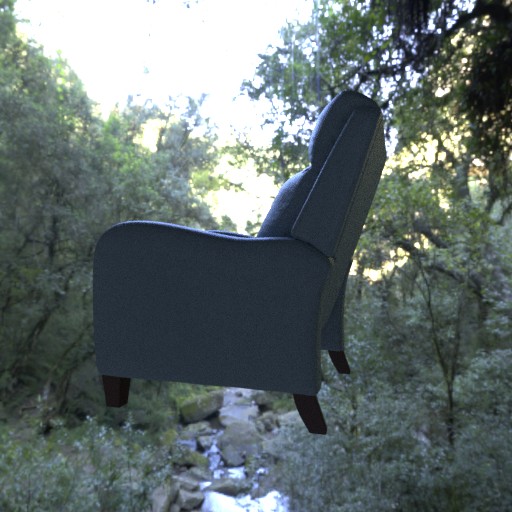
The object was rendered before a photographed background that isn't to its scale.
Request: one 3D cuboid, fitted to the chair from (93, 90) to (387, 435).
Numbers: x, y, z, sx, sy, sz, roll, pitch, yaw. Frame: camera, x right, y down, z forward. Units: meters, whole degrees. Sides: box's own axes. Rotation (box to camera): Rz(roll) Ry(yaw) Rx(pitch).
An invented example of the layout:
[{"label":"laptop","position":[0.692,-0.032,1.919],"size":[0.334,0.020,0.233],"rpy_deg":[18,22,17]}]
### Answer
[{"label":"chair","position":[0.000,0.000,1.766],"size":[0.988,1.067,0.785],"rpy_deg":[0,0,18]}]
